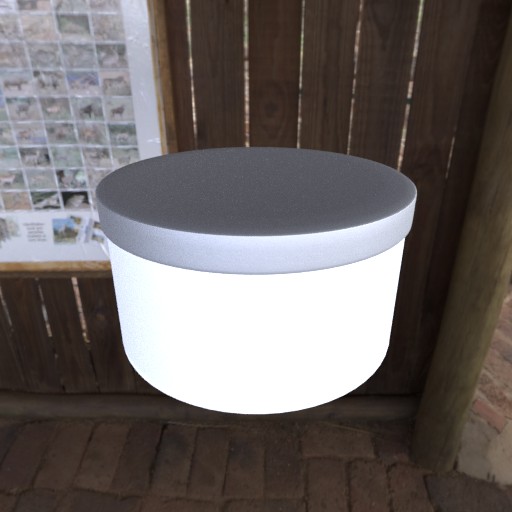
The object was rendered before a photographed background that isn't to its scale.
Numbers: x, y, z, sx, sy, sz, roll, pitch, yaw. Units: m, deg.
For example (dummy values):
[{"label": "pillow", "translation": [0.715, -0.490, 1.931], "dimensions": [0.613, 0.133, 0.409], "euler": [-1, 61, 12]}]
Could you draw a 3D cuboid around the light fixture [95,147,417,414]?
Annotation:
[{"label": "light fixture", "translation": [0.000, 0.000, 0.617], "dimensions": [0.393, 0.229, 0.393], "euler": [0, 25, 0]}]
